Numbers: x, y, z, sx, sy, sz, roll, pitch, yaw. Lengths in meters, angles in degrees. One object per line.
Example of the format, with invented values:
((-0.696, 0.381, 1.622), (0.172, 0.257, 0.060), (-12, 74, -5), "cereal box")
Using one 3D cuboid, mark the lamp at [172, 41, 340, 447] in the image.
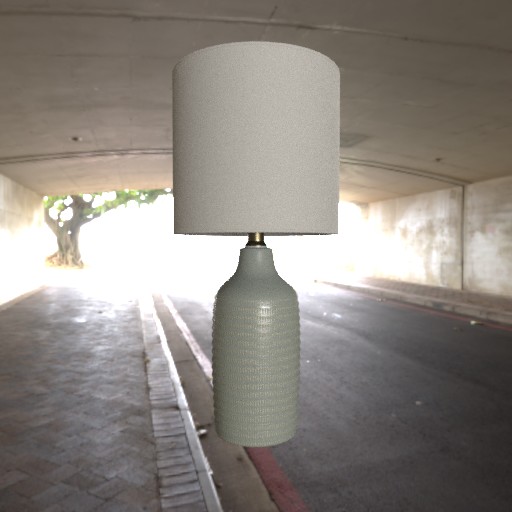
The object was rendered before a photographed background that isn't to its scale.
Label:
((0.000, 0.000, 0.600), (0.220, 0.475, 0.220), (0, 1, 17), "lamp")
